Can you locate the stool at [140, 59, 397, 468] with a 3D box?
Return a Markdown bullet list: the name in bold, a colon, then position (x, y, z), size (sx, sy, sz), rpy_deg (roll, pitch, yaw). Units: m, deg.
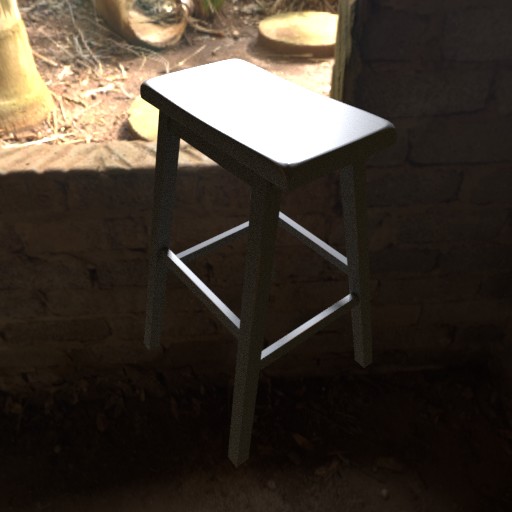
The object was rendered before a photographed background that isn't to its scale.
- **stool**: position (0.000, 0.000, 1.034), size (0.476, 0.737, 0.457), rpy_deg (-27, 48, -28)
